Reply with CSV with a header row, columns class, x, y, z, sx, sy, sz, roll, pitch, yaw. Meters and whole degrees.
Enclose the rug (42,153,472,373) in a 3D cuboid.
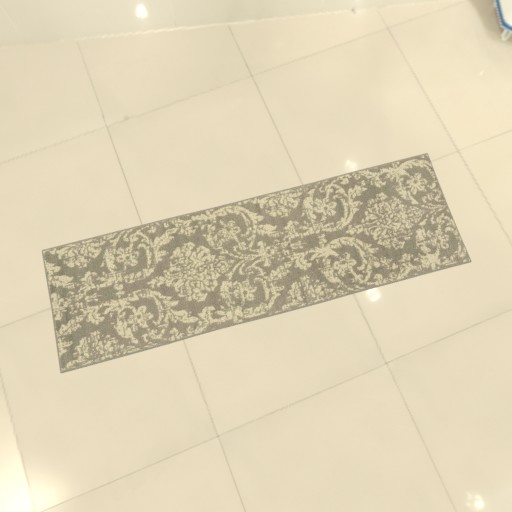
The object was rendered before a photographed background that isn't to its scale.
class,x,y,z,sx,sy,sz,roll,pitch,yaw
rug,0.000,0.000,2.361,2.196,0.011,0.662,-15,76,-4
